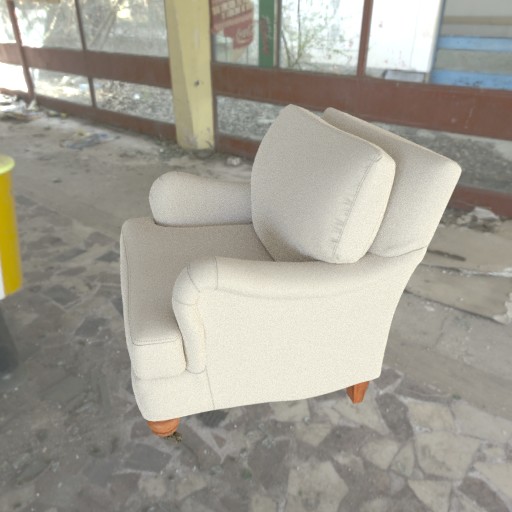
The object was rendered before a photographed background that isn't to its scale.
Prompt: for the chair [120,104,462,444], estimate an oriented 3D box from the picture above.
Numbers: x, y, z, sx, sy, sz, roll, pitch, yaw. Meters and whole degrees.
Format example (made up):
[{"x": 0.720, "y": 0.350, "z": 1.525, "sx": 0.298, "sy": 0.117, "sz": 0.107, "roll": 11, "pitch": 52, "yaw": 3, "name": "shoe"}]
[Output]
[{"x": 0.000, "y": 0.000, "z": 1.799, "sx": 1.070, "sy": 1.038, "sz": 0.955, "roll": -8, "pitch": 30, "yaw": -14, "name": "chair"}]
